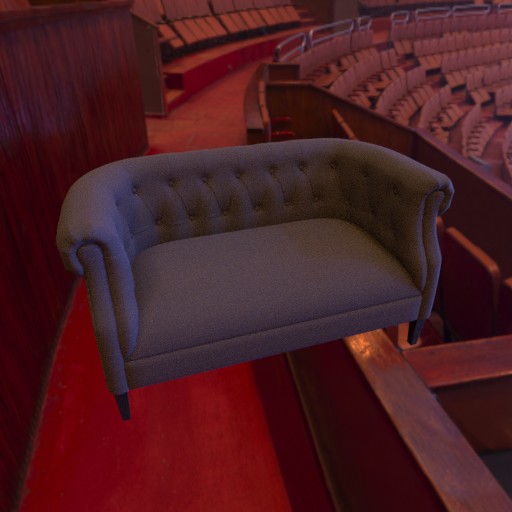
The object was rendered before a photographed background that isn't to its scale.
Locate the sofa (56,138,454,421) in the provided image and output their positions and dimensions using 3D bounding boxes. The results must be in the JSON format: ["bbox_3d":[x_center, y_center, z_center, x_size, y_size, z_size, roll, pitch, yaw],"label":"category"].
[{"bbox_3d":[0.000,0.000,2.038,1.558,0.827,0.835,-10,33,-16],"label":"sofa"}]
